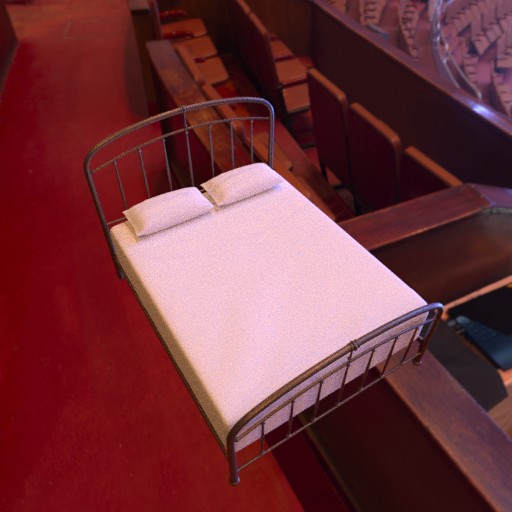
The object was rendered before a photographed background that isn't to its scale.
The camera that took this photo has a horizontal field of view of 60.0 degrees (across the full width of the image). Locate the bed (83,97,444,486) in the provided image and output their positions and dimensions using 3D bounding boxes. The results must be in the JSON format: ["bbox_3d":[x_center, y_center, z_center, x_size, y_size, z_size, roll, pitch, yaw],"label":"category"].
[{"bbox_3d":[0.000,0.000,3.282,1.711,1.475,2.168,-24,49,-22],"label":"bed"}]
